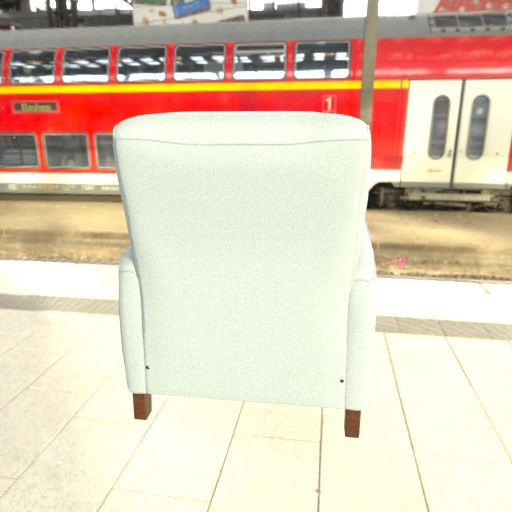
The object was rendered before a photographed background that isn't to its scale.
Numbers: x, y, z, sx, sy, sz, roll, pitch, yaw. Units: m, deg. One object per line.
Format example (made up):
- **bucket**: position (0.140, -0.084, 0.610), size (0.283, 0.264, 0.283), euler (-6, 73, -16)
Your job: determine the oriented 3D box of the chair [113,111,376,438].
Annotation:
- **chair**: position (0.000, 0.000, 1.659), size (0.853, 1.007, 0.846), euler (2, 16, 7)
